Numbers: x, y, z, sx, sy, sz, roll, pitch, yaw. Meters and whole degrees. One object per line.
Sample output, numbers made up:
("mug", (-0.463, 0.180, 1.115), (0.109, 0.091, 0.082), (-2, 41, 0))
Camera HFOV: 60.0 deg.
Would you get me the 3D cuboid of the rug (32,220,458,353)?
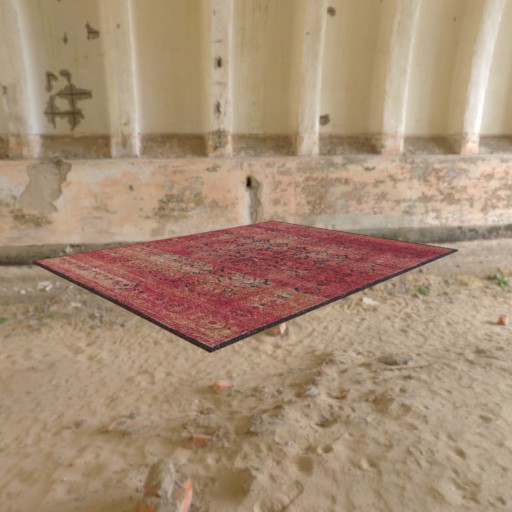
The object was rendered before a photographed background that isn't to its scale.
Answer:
("rug", (0.000, 0.000, 3.995), (2.411, 0.020, 3.032), (13, 19, 43))
